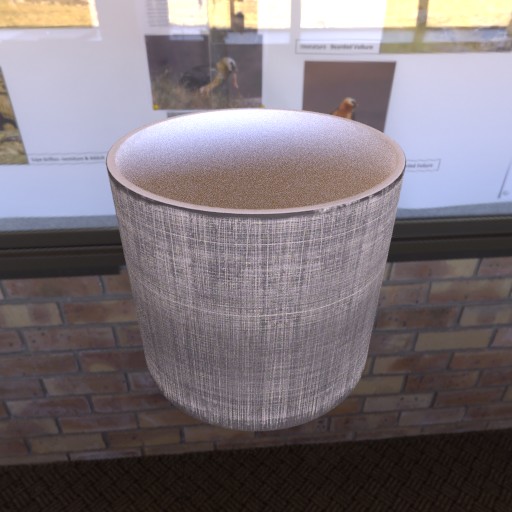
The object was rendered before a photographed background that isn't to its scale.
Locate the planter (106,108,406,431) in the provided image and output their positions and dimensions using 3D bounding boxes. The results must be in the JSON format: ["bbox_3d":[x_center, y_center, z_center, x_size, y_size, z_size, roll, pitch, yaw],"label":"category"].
[{"bbox_3d":[0.000,0.000,0.394,0.221,0.201,0.221,0,33,0],"label":"planter"}]
